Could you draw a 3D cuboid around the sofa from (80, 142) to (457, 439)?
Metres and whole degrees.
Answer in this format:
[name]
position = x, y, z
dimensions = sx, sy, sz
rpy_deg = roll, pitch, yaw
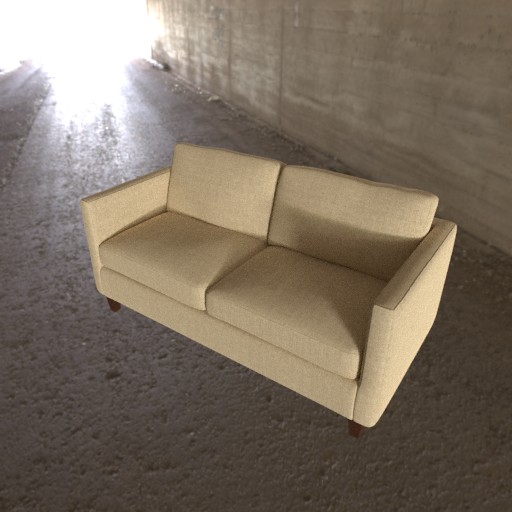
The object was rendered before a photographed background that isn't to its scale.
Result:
[sofa]
position = 0.000, 0.000, 2.519
dimensions = 1.884, 0.963, 0.950
rpy_deg = 19, 35, 30
